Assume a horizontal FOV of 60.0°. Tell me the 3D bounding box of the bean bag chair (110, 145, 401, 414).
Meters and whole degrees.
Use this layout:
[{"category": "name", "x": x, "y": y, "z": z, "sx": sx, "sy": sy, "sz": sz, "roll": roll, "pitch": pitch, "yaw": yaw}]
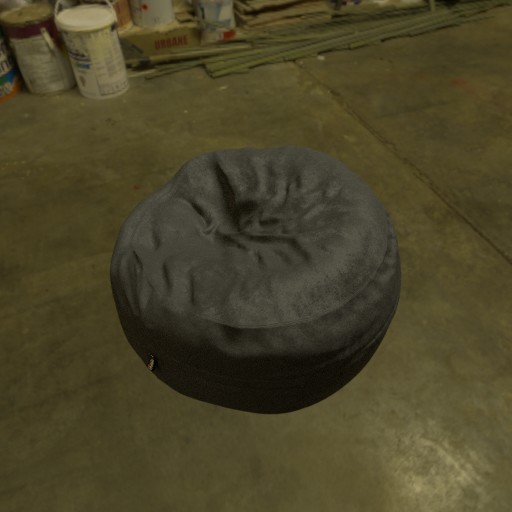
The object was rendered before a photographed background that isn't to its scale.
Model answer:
[{"category": "bean bag chair", "x": 0.000, "y": 0.000, "z": 2.377, "sx": 1.525, "sy": 0.751, "sz": 1.525, "roll": 0, "pitch": 47, "yaw": 0}]
